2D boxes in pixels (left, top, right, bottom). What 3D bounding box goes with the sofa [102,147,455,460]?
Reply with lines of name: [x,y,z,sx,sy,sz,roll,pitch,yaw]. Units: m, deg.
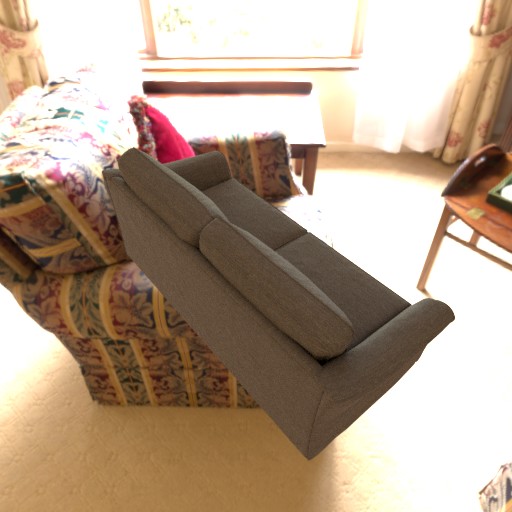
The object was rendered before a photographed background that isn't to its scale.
sofa: [0.000,0.000,2.812,0.971,0.950,2.270,-28,49,-28]
